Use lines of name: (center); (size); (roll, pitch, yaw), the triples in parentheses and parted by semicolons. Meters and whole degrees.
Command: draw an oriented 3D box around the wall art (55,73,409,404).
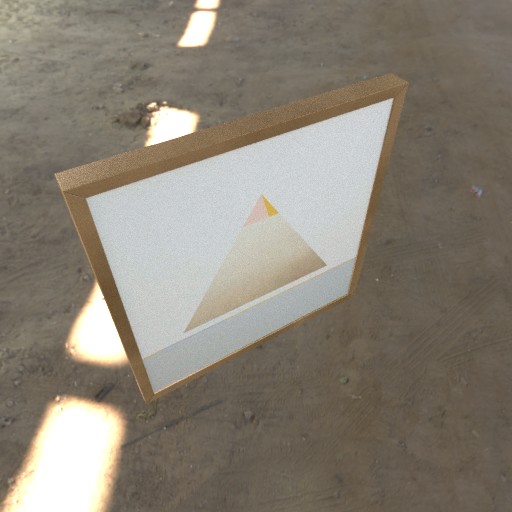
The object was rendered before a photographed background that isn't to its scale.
wall art: (0.000, 0.000, 0.769); (0.513, 0.511, 0.038); (-23, 50, -21)
